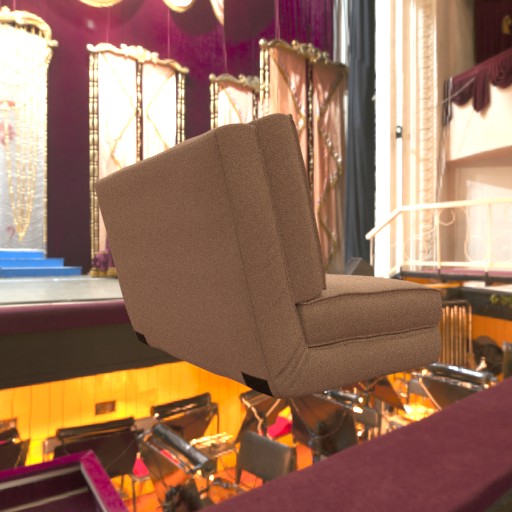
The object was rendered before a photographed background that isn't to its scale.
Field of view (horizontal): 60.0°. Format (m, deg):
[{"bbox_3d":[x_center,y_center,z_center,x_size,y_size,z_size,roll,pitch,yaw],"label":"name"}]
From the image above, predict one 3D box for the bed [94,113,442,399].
[{"bbox_3d":[0.000,0.000,1.341,0.749,0.614,0.799,0,0,-36],"label":"bed"}]
